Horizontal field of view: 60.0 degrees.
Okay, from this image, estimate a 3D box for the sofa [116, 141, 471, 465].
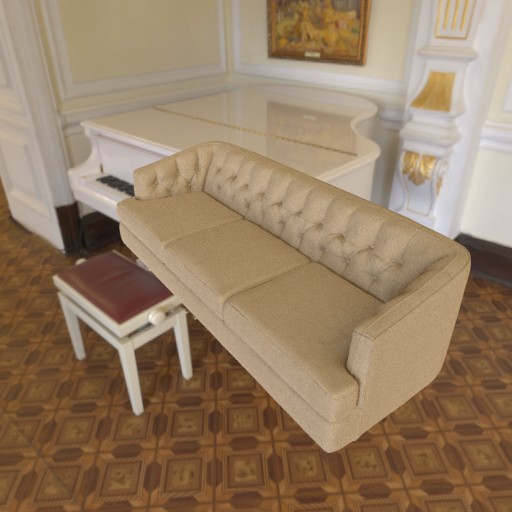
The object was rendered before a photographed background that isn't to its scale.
[{"bbox_3d":[0.000,0.000,2.632,0.913,0.788,2.235,-20,36,-30],"label":"sofa"}]
